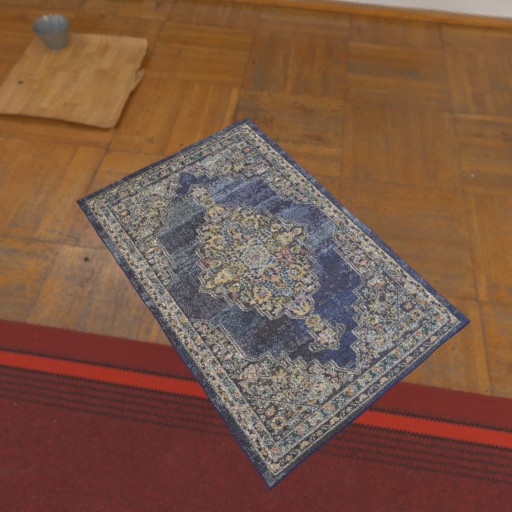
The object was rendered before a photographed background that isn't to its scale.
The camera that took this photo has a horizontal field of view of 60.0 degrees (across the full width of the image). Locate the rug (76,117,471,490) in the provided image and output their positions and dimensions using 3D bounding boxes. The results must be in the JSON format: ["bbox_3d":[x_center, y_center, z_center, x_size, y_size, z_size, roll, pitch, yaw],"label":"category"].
[{"bbox_3d":[0.000,0.000,2.262,1.184,0.012,1.781,-32,62,-19],"label":"rug"}]
